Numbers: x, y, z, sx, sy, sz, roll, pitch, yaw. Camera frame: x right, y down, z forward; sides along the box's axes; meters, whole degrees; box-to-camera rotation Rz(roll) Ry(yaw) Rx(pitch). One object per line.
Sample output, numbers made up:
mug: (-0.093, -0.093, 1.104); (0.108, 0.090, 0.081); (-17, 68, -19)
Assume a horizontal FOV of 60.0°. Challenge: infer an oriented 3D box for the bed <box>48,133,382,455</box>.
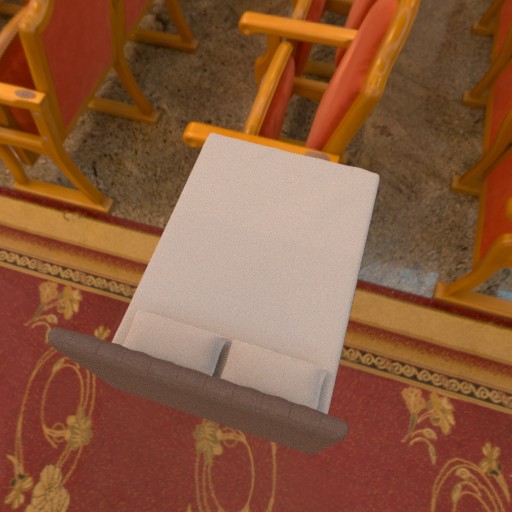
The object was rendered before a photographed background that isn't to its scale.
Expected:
bed: (0.000, 0.000, 3.430); (1.698, 1.427, 2.387); (16, 65, 8)
